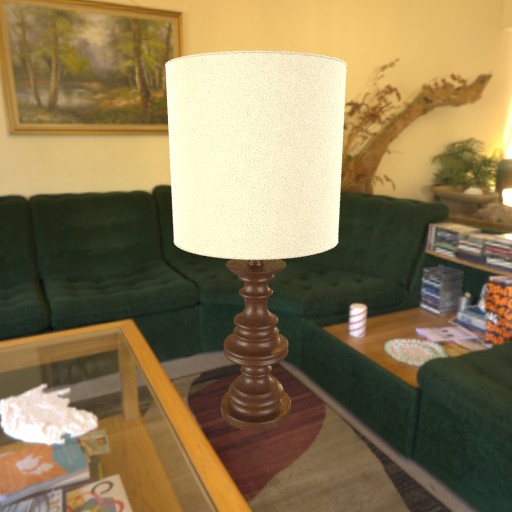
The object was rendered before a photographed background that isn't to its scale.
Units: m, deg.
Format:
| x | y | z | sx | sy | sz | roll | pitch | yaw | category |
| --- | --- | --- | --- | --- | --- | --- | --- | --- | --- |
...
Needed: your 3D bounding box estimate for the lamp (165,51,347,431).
| x | y | z | sx | sy | sz | roll | pitch | yaw | category |
| --- | --- | --- | --- | --- | --- | --- | --- | --- | --- |
| 0.000 | 0.000 | 0.577 | 0.208 | 0.455 | 0.208 | -14 | 21 | -43 | lamp |
